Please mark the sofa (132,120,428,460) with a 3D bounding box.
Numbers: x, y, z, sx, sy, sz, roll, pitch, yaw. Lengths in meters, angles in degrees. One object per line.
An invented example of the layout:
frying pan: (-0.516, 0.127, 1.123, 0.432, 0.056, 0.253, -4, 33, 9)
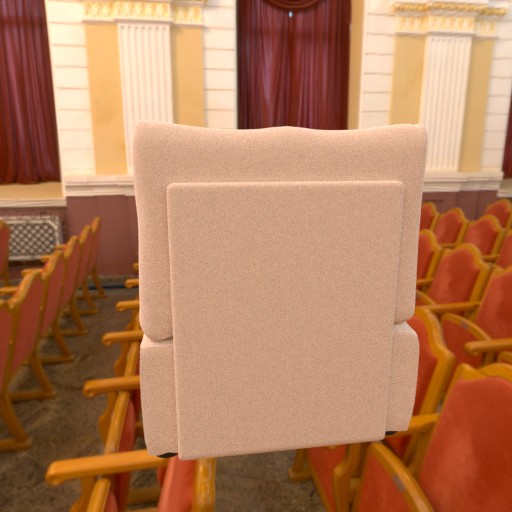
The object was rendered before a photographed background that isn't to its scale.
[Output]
sofa: (0.000, 0.000, 1.503, 0.700, 0.820, 1.000, -2, 13, -9)
